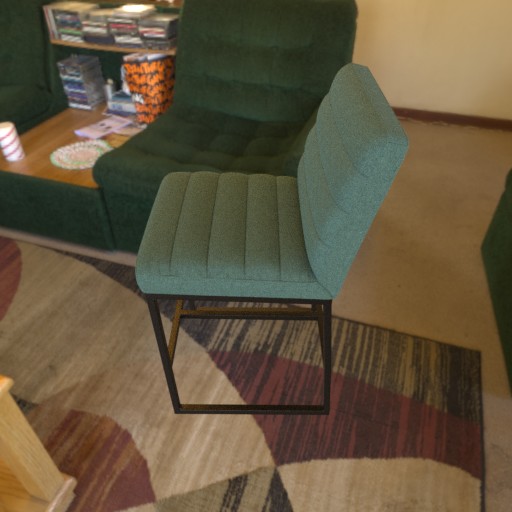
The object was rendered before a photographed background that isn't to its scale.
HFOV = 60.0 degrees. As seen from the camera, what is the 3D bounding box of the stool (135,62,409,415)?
[{"bbox_3d":[0.000,0.000,1.259,0.560,0.940,0.460,0,40,0],"label":"stool"}]
